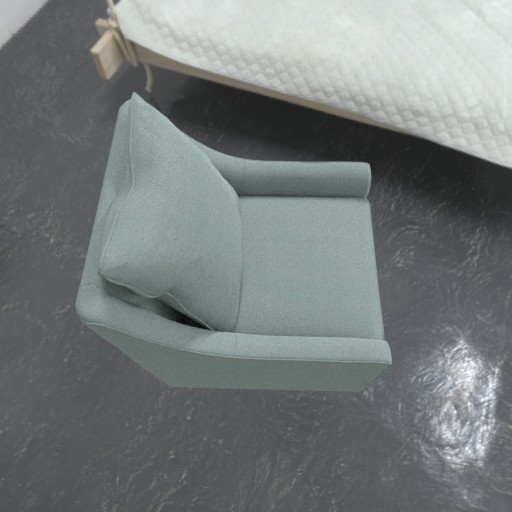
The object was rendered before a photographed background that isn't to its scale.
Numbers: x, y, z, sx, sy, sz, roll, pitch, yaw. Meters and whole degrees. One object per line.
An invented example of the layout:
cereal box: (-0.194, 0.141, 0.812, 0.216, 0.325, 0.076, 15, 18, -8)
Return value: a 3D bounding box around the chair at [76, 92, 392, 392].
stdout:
chair: (0.000, 0.000, 1.545, 0.870, 0.926, 0.760, 1, 63, 1)
